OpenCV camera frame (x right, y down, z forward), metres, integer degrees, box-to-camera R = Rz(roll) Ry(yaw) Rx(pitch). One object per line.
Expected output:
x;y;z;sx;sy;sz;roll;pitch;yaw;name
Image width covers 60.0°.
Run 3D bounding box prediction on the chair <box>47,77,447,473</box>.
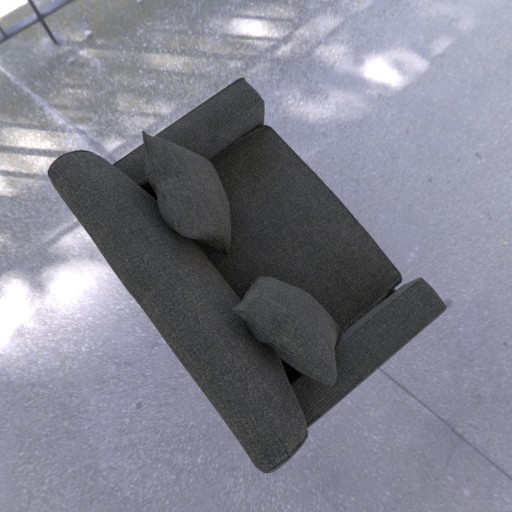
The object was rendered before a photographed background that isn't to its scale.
0.000;0.000;2.018;1.000;0.948;1.383;-37;79;-9;chair
